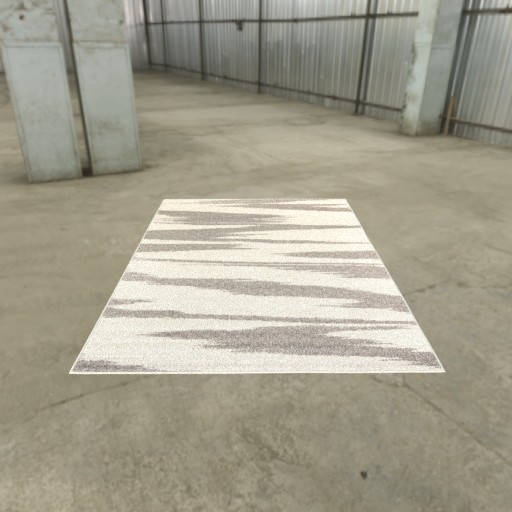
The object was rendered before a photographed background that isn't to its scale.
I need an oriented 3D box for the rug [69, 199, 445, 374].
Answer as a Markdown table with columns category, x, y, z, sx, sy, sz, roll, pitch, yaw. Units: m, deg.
| category | x | y | z | sx | sy | sz | roll | pitch | yaw |
| --- | --- | --- | --- | --- | --- | --- | --- | --- | --- |
| rug | 0.000 | 0.000 | 2.755 | 1.533 | 0.010 | 2.142 | 0 | 26 | 0 |
